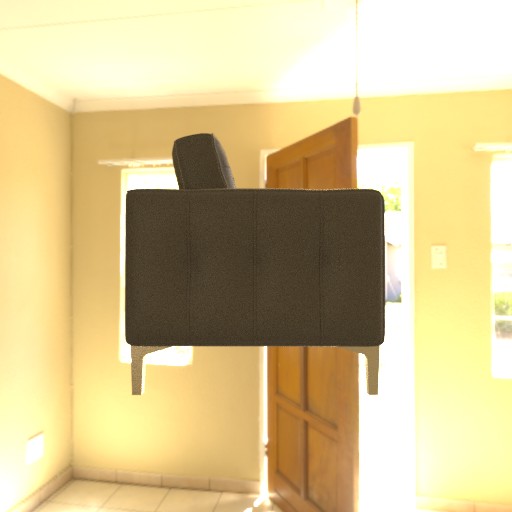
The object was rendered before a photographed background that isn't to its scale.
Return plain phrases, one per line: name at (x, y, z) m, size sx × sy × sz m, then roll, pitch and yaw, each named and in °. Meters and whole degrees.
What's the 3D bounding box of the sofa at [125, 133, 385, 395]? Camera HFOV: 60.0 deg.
sofa at (0.000, 0.000, 2.212) m, size 0.833 × 0.892 × 1.726 m, roll 0°, pitch -1°, yaw 0°
